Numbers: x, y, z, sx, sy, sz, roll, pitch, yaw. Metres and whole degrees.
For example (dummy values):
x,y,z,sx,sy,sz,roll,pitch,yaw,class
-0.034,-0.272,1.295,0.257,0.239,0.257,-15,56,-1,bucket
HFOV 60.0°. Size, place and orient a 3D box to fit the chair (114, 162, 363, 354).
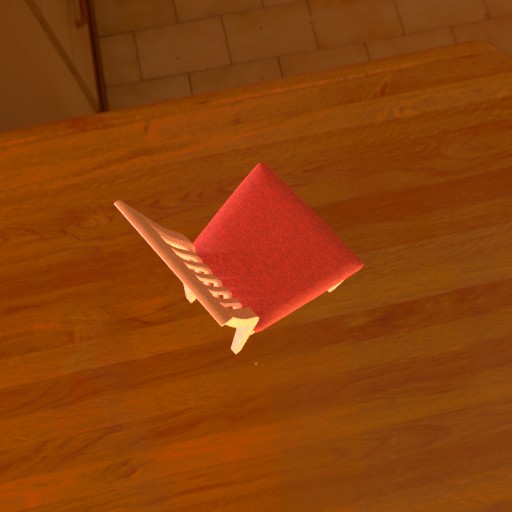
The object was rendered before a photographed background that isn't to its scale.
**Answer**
x,y,z,sx,sy,sz,roll,pitch,yaw,class
0.000,0.000,1.281,0.474,1.027,0.460,-41,80,-9,chair
